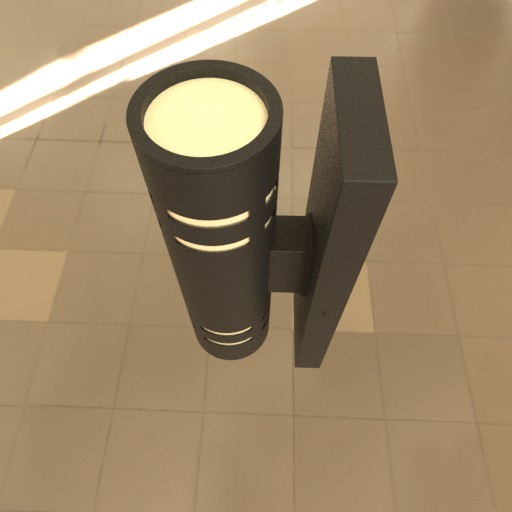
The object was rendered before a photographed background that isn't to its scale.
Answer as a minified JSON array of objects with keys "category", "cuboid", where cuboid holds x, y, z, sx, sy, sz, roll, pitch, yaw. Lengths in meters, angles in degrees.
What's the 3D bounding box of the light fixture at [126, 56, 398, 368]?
[{"category":"light fixture","cuboid":[0.000,0.000,0.397,0.149,0.330,0.105,1,59,1]}]
